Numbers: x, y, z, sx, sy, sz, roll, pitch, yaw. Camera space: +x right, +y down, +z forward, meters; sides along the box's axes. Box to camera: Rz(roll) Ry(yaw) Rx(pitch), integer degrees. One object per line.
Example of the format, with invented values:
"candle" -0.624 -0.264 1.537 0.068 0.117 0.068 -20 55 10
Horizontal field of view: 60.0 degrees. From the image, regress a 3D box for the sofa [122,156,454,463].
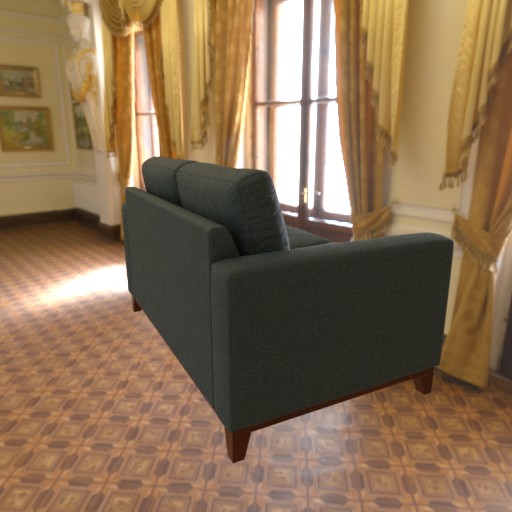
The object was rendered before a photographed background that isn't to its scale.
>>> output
"sofa" 0.000 0.000 2.108 0.955 0.903 1.489 -8 17 -26
